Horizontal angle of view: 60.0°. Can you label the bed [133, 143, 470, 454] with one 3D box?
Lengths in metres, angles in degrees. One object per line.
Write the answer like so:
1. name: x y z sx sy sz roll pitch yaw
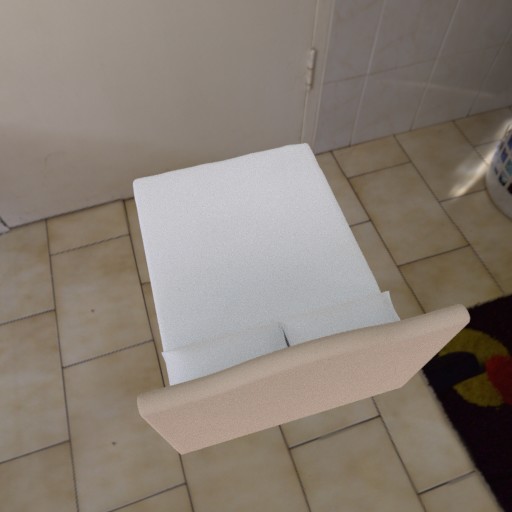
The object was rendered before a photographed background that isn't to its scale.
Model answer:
1. bed: 0.000 0.000 3.117 1.678 1.398 2.052 -14 60 -8
